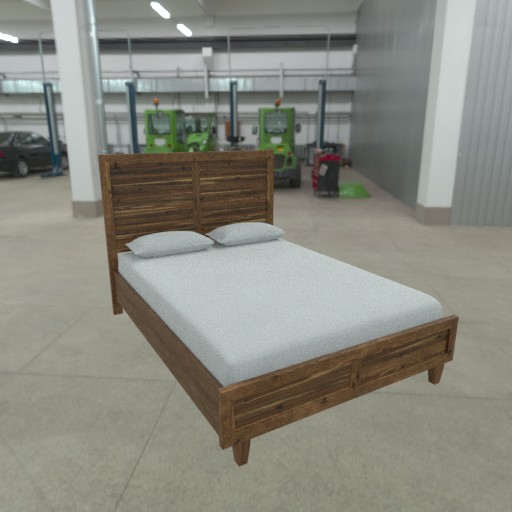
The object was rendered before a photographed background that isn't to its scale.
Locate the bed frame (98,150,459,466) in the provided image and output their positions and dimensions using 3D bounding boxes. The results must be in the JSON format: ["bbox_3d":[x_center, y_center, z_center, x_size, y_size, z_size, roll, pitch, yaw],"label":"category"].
[{"bbox_3d":[0.000,0.000,3.318,1.696,1.417,2.276,-9,19,-29],"label":"bed frame"}]
